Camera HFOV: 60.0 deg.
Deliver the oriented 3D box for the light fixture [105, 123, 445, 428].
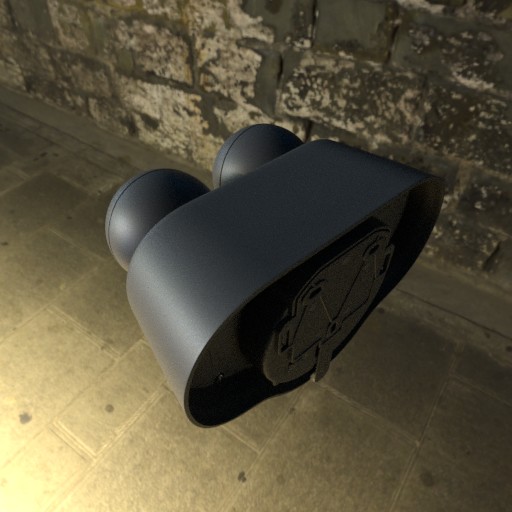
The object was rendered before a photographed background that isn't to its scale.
[{"bbox_3d":[0.000,0.000,0.334,0.229,0.159,0.159,-32,54,-27],"label":"light fixture"}]
